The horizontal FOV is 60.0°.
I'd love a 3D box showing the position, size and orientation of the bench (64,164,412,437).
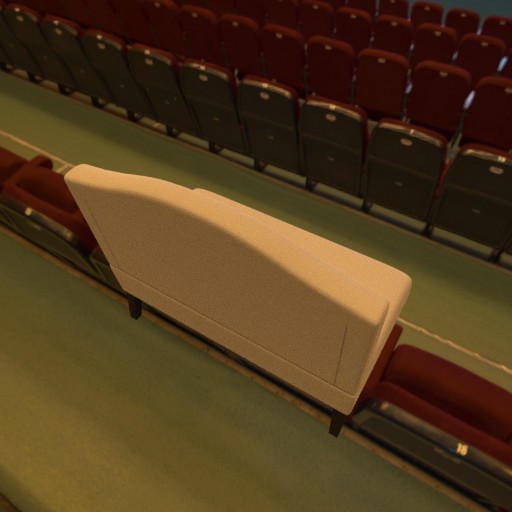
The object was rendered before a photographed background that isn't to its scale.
[{"bbox_3d":[0.000,0.000,2.061,1.335,1.180,0.815,25,52,21],"label":"bench"}]
